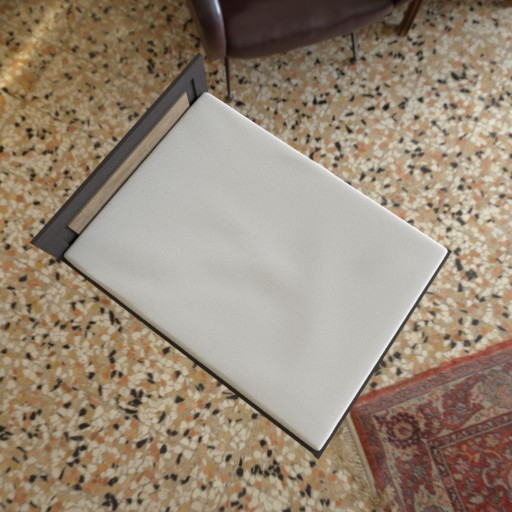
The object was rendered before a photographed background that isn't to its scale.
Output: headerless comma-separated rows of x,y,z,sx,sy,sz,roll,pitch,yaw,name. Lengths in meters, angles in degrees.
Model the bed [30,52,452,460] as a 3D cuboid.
0.000,0.000,2.950,2.073,0.823,1.585,35,78,8,bed
